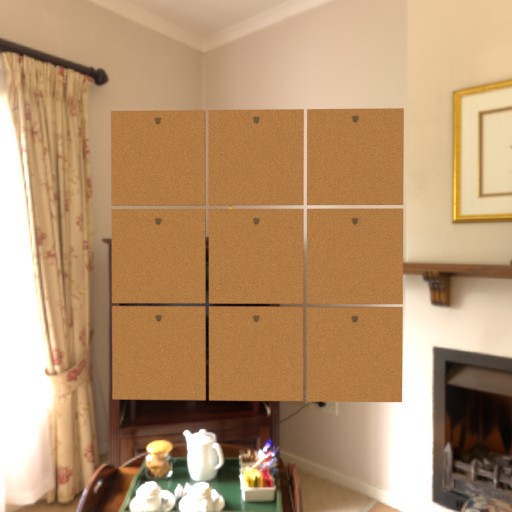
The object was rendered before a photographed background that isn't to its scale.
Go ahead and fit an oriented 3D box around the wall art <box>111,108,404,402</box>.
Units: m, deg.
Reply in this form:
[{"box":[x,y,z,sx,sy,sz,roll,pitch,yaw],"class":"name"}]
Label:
[{"box":[0.000,0.000,2.335,1.533,1.532,0.019,0,1,2],"class":"wall art"}]
